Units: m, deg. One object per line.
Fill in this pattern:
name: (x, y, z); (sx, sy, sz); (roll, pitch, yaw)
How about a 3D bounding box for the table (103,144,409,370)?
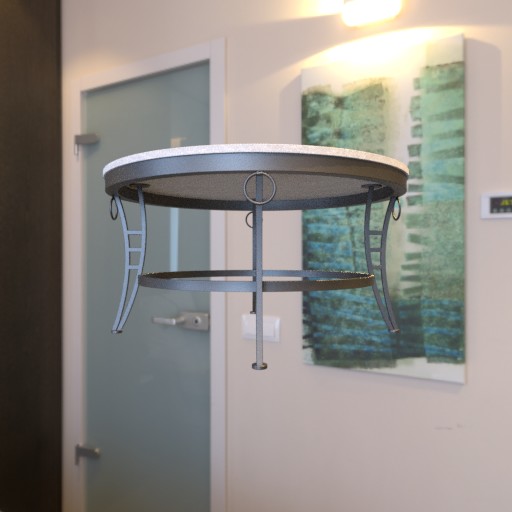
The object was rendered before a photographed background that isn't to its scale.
table: (0.000, 0.000, 1.363); (0.889, 0.470, 0.889); (0, 0, 0)
